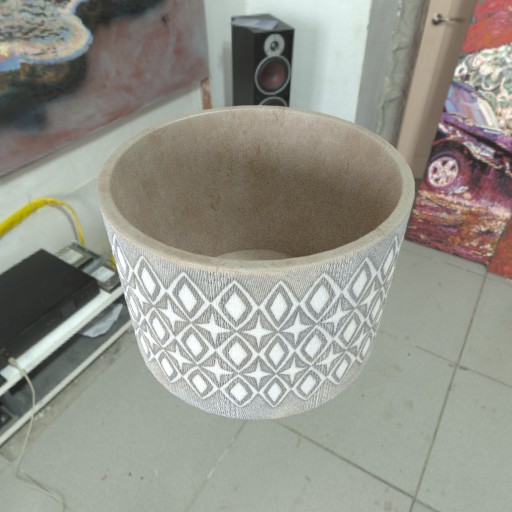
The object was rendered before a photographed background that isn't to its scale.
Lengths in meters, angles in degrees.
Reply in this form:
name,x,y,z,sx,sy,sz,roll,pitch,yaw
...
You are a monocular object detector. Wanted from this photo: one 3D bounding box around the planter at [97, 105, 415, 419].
name,x,y,z,sx,sy,sz,roll,pitch,yaw
planter,0.000,0.000,0.277,0.164,0.127,0.164,0,41,0
